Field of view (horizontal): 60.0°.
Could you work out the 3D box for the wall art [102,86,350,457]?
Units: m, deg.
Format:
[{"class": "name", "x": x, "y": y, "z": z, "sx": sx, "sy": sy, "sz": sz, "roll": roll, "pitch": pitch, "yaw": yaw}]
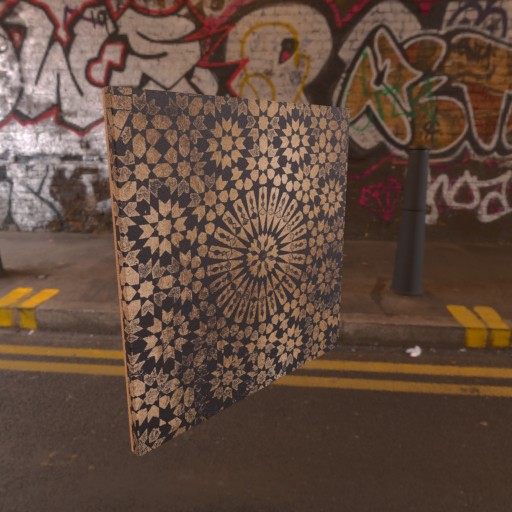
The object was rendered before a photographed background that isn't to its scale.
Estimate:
[{"class": "wall art", "x": 0.000, "y": 0.000, "z": 1.372, "sx": 0.038, "sy": 0.914, "sz": 0.914, "roll": 14, "pitch": 20, "yaw": 43}]
